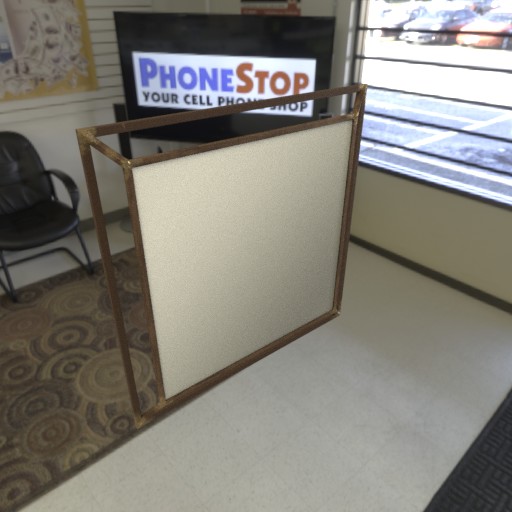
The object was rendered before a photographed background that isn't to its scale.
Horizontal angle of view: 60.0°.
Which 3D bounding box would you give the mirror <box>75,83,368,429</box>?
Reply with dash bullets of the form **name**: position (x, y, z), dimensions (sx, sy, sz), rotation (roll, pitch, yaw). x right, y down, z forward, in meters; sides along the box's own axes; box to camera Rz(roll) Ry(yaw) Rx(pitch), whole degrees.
- **mirror**: position (0.000, 0.000, 0.917), dimensions (0.610, 0.610, 0.032), rotation (-22, 37, -32)
